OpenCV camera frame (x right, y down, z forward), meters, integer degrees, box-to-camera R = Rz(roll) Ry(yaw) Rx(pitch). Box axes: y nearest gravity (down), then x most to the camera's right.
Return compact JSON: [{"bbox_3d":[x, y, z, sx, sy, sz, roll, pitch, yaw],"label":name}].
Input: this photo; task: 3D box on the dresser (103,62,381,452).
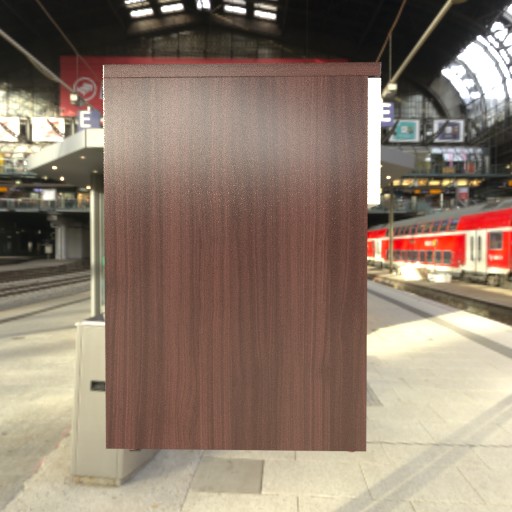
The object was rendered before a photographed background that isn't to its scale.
[{"bbox_3d":[0.000,0.000,0.736,0.360,0.470,0.400,0,1,1],"label":"dresser"}]
